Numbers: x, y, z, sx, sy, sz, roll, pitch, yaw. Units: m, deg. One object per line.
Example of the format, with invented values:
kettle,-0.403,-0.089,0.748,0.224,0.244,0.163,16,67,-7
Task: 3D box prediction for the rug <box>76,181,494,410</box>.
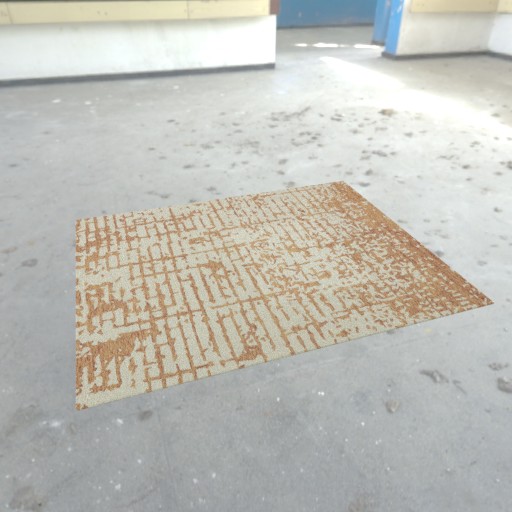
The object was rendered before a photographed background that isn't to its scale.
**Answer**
rug,0.000,0.000,3.962,3.050,0.011,2.441,-11,35,-16
